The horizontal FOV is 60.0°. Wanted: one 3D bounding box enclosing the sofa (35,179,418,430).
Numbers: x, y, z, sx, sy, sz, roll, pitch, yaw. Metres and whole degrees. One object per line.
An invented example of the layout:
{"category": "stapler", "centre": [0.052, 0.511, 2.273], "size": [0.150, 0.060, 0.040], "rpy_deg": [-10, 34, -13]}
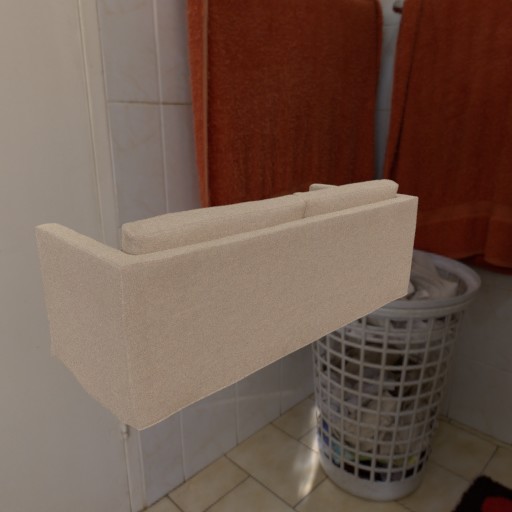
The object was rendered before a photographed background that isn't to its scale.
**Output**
{"category": "sofa", "centre": [0.000, 0.000, 2.776], "size": [2.312, 0.853, 0.962], "rpy_deg": [-16, 23, -41]}
